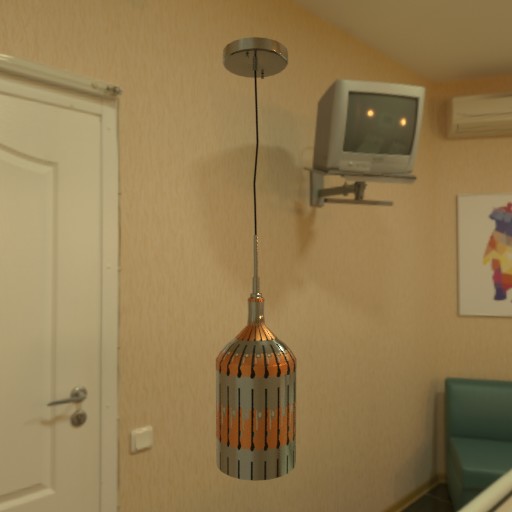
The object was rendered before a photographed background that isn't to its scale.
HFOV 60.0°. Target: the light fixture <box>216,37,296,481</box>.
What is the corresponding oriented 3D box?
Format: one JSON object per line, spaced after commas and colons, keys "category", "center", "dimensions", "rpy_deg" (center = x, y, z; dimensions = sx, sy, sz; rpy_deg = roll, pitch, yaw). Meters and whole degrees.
{"category": "light fixture", "center": [0.000, 0.000, 1.671], "dimensions": [0.303, 1.535, 0.303], "rpy_deg": [0, -1, 0]}
